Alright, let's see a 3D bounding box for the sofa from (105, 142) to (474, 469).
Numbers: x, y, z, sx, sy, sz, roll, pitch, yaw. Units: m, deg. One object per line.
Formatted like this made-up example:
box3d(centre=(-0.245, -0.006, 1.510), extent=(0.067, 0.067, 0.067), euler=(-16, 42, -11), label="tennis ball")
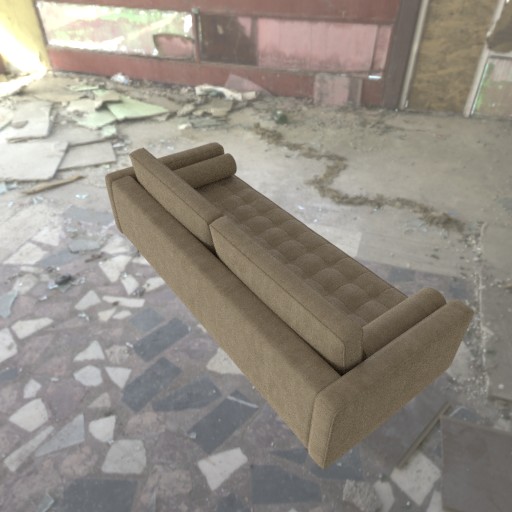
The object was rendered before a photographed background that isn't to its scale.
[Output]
box3d(centre=(0.000, 0.000, 2.596), extent=(0.919, 0.770, 2.200), euler=(-25, 46, -27), label="sofa")
